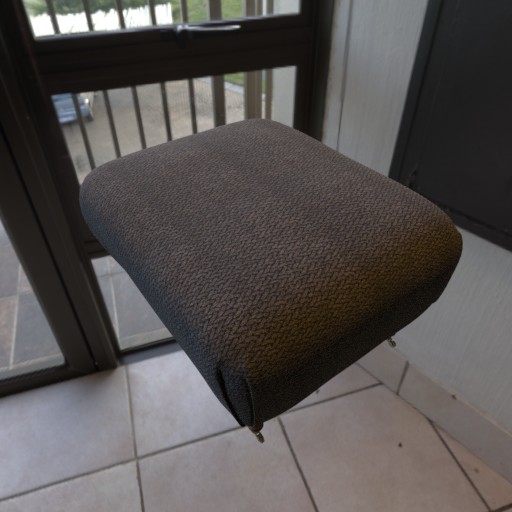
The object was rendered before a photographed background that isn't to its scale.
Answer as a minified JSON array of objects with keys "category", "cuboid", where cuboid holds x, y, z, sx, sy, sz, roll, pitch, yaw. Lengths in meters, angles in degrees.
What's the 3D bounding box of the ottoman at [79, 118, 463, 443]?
[{"category":"ottoman","cuboid":[0.000,0.000,1.103,0.622,0.450,0.747,-26,47,-27]}]
